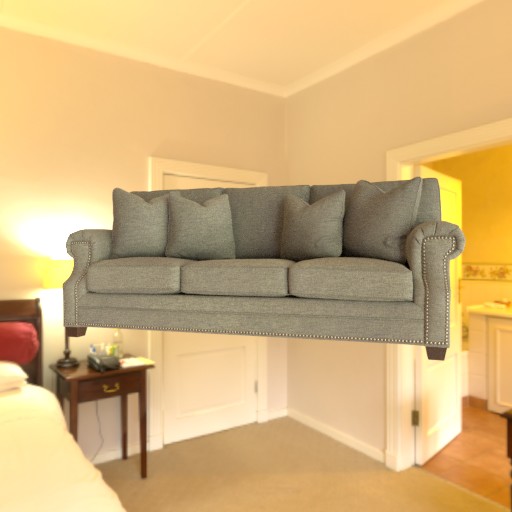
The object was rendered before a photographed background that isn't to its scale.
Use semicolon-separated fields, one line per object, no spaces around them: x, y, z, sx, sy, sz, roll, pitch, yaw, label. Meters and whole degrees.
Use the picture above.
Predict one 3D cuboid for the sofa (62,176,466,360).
0.000;0.000;2.779;2.312;0.975;0.965;0;0;17;sofa
